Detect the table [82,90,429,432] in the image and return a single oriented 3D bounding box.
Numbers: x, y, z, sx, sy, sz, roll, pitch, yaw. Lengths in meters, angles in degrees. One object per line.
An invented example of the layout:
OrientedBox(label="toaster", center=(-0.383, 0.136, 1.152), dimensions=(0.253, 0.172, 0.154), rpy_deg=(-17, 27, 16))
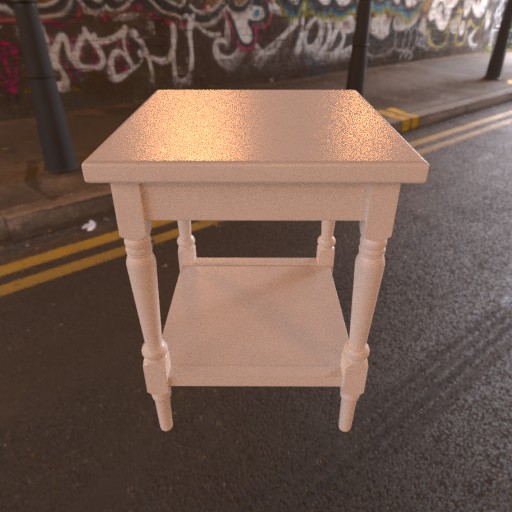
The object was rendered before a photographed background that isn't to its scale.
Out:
OrientedBox(label="table", center=(0.000, 0.000, 0.913), dimensions=(0.442, 0.565, 0.488), rpy_deg=(0, 31, 0))
